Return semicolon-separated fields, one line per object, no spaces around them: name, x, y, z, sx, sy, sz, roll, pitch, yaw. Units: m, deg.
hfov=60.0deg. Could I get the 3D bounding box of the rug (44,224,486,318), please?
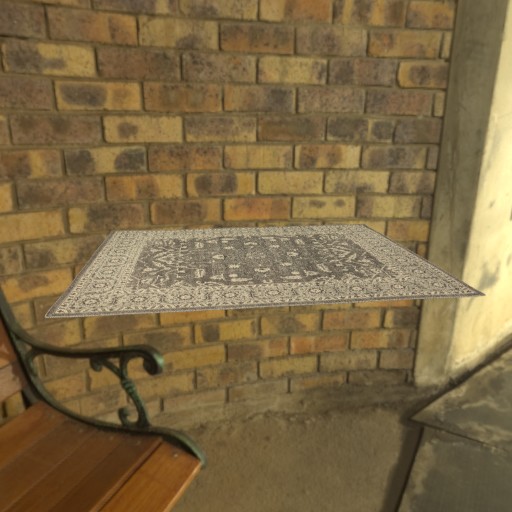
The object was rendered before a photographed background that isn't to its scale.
rug;0.000;0.000;4.186;3.069;0.026;2.451;-2;17;-7
